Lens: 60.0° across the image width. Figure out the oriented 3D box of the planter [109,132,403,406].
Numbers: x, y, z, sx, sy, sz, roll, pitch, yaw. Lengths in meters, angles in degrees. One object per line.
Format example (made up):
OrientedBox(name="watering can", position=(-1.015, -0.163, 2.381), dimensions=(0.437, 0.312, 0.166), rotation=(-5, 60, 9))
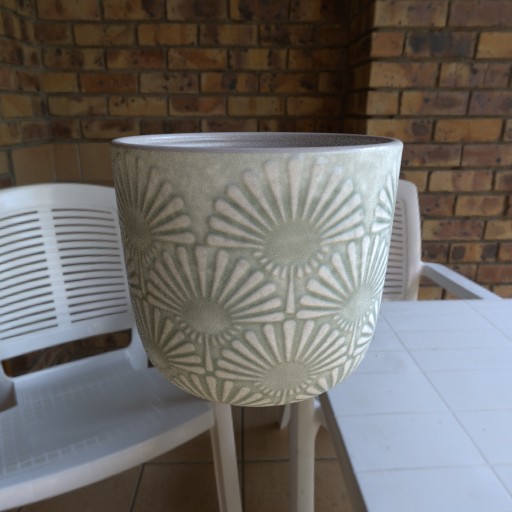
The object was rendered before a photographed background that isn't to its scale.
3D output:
OrientedBox(name="planter", position=(0.000, 0.000, 0.212), dimensions=(0.124, 0.109, 0.124), rotation=(0, 18, 0))
